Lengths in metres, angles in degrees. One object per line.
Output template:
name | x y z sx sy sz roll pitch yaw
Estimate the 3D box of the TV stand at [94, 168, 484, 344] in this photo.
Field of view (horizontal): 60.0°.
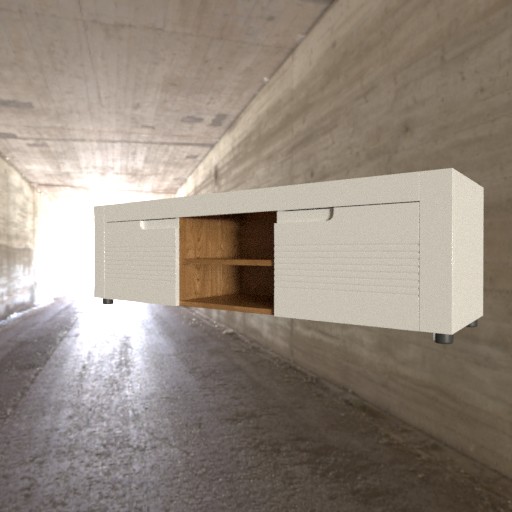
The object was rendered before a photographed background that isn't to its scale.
TV stand | 0.000 0.000 1.695 1.500 0.440 0.410 0 1 37
